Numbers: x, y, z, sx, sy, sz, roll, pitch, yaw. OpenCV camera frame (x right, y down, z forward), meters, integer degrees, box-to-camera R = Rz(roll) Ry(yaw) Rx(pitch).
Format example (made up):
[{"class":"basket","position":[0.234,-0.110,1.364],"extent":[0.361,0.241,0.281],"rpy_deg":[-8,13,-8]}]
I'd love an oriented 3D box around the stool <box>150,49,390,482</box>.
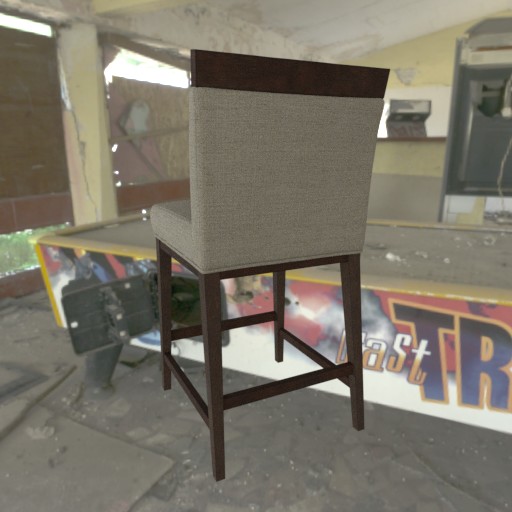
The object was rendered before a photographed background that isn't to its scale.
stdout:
[{"class":"stool","position":[0.000,0.000,1.306],"extent":[0.512,1.009,0.531],"rpy_deg":[-7,15,-26]}]
